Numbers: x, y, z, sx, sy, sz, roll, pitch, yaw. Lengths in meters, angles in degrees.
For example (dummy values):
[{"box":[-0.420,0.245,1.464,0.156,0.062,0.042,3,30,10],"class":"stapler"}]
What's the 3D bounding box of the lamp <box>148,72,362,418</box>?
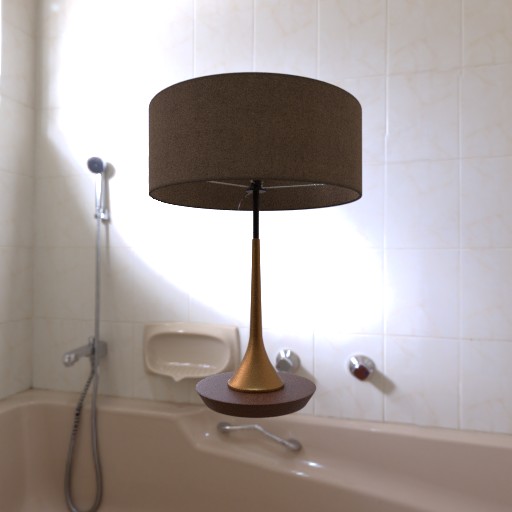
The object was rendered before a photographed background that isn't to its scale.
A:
[{"box":[0.000,0.000,0.848,0.396,0.551,0.417,0,-1,17],"class":"lamp"}]
